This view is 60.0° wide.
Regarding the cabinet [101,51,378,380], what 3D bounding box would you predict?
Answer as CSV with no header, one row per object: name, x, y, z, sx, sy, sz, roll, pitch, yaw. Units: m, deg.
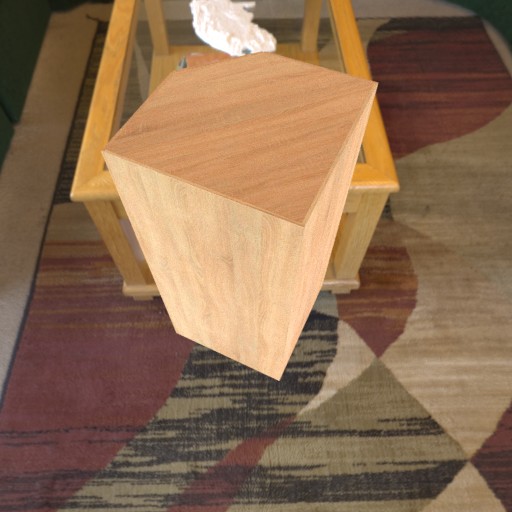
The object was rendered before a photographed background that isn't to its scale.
cabinet,0.000,0.000,2.861,1.327,2.120,1.094,-17,60,-10
